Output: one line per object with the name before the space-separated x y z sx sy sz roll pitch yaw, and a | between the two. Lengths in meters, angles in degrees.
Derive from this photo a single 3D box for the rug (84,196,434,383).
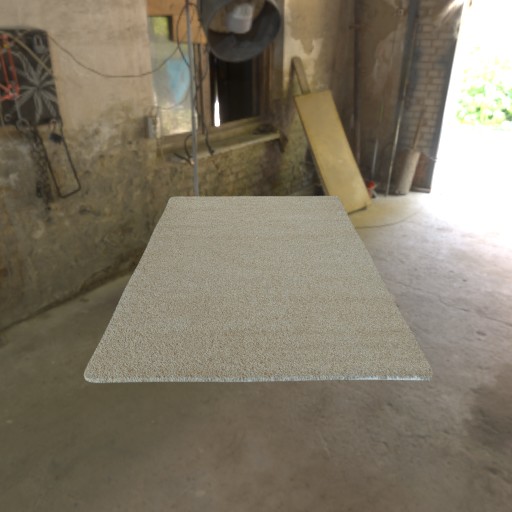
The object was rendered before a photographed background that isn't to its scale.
rug | 0.000 0.000 2.920 1.500 0.026 2.349 0 27 -1
